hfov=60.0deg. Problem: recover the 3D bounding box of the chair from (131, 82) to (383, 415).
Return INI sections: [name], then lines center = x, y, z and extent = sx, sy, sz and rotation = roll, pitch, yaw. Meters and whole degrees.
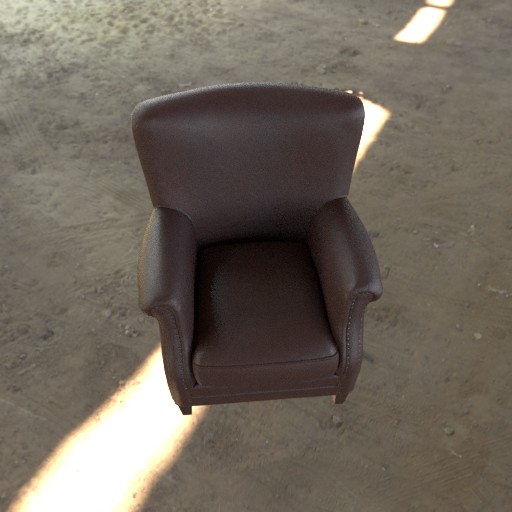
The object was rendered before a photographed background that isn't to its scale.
[chair]
center = 0.000, 0.000, 1.396
extent = 0.700, 0.800, 0.746
rotation = -3, 47, -3
